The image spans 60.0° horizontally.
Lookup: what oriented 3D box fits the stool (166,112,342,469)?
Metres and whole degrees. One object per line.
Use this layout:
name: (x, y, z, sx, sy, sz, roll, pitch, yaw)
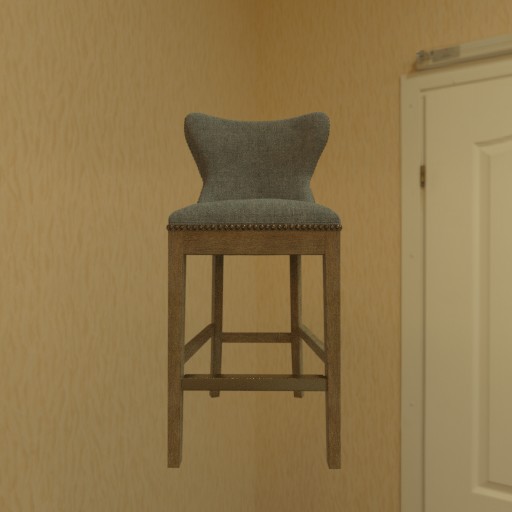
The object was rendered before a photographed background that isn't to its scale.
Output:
stool: (0.000, 0.000, 1.321, 0.498, 0.981, 0.608, 0, 0, 1)
